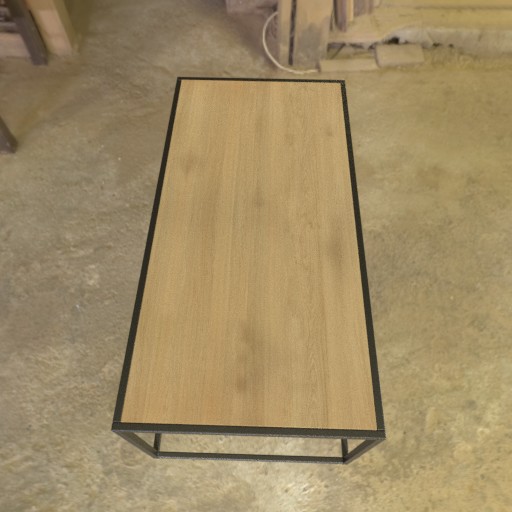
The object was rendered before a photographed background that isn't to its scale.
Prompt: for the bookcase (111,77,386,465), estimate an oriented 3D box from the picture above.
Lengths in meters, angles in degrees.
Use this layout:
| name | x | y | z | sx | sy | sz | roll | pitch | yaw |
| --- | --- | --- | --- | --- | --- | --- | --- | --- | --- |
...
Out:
| name | x | y | z | sx | sy | sz | roll | pitch | yaw |
| --- | --- | --- | --- | --- | --- | --- | --- | --- | --- |
| bookcase | 0.000 | 0.000 | 1.231 | 0.500 | 0.400 | 1.000 | 1 | 59 | 1 |
